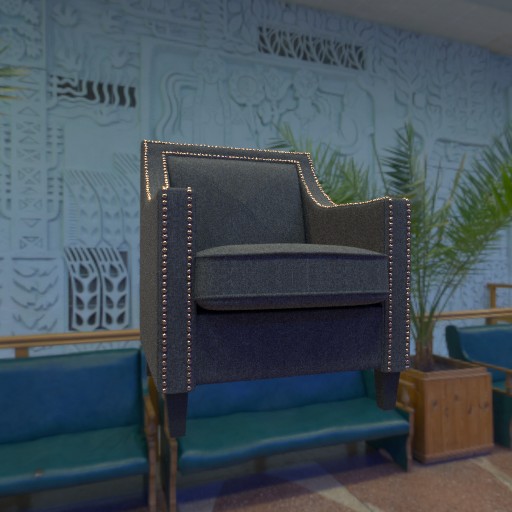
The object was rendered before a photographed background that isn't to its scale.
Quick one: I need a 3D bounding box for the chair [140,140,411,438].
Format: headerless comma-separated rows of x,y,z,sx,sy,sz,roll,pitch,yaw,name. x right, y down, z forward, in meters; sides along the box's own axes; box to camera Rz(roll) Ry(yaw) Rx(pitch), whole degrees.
0.000,0.000,1.605,0.776,0.967,0.884,0,0,-18,chair
